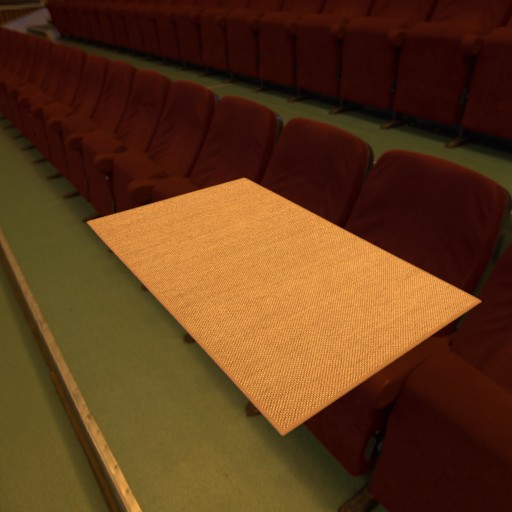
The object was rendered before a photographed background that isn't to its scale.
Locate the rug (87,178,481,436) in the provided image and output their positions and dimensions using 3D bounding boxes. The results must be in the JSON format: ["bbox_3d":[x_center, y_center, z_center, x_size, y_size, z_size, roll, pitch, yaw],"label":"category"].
[{"bbox_3d":[0.000,0.000,2.108,1.061,0.012,1.668,-22,38,-31],"label":"rug"}]
